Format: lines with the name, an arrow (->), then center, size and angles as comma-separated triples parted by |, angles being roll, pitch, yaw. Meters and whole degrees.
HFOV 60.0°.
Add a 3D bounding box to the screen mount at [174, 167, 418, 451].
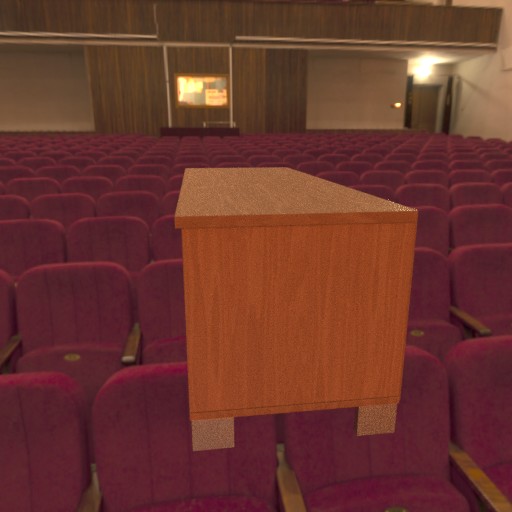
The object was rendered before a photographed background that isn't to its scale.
screen mount -> 0.000, 0.000, 1.288 | 0.406, 0.432, 1.084 | -2, 15, -8
